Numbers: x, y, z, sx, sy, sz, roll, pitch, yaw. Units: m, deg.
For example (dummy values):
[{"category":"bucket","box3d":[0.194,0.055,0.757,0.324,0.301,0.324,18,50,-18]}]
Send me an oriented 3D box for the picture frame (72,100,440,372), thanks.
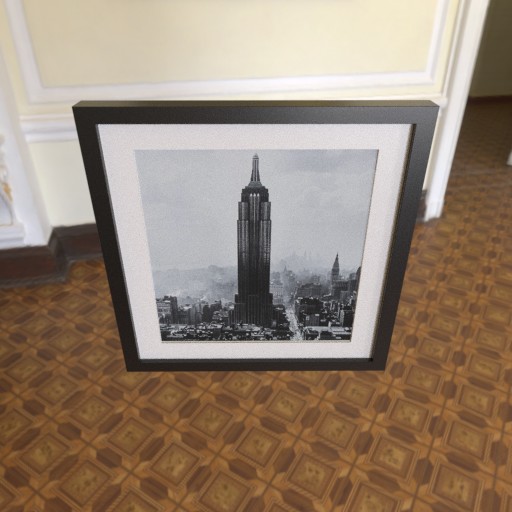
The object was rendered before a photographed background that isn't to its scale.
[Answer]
[{"category":"picture frame","box3d":[0.000,0.000,0.530,0.355,0.353,0.029,0,31,0]}]
